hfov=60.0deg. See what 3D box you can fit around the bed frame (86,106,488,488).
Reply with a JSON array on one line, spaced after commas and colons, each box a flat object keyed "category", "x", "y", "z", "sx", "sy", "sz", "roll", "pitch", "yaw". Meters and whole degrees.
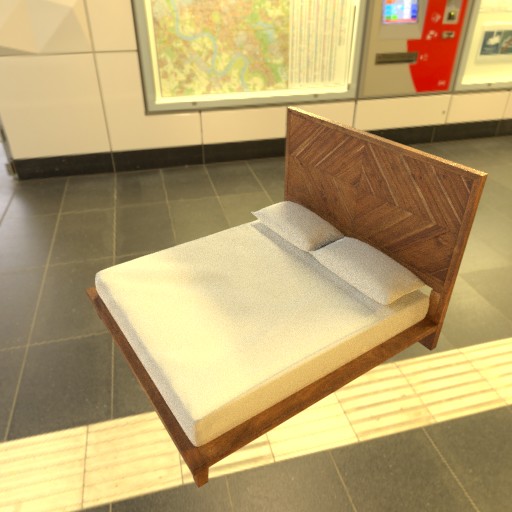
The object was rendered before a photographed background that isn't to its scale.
[{"category": "bed frame", "x": 0.000, "y": 0.000, "z": 3.454, "sx": 2.235, "sy": 1.537, "sz": 2.038, "roll": -20, "pitch": 38, "yaw": -28}]
